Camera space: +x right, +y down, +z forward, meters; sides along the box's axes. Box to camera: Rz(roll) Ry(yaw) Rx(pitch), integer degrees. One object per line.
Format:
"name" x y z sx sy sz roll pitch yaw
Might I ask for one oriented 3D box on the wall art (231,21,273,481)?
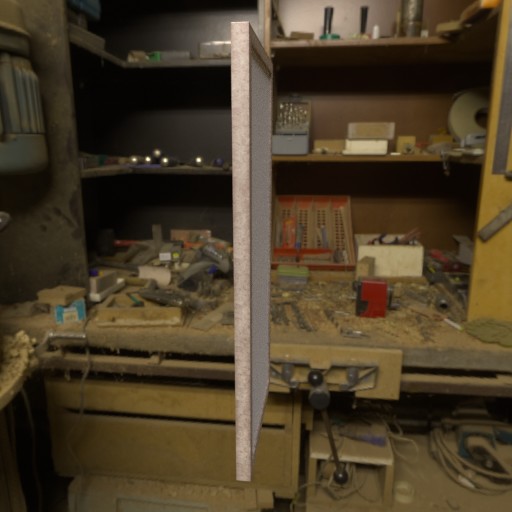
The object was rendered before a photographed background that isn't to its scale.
"wall art" 0.000 0.000 1.682 0.051 1.461 0.648 2 14 8
